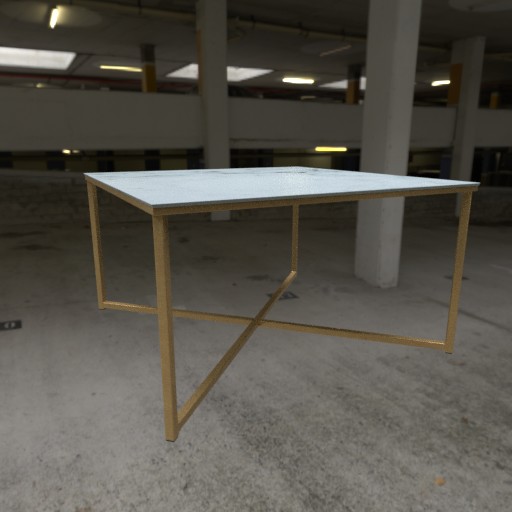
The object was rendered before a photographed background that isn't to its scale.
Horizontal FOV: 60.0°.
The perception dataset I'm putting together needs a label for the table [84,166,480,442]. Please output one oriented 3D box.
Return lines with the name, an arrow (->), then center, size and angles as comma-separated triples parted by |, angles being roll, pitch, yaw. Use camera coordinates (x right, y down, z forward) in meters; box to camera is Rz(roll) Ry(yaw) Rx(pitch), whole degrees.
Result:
table -> 0.000, 0.000, 1.284 | 0.800, 0.450, 0.800 | -8, 16, -27
